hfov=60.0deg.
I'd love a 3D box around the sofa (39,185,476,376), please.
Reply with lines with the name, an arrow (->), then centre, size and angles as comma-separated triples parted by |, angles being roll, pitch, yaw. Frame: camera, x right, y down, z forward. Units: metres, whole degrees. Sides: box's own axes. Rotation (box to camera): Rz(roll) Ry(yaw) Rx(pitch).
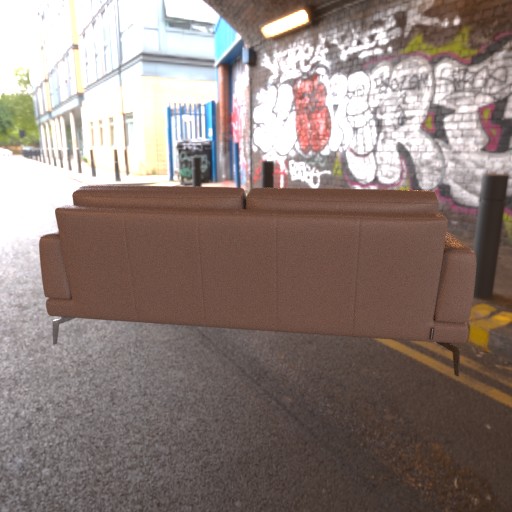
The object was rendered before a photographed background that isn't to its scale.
sofa -> 0.000, 0.000, 2.327 | 1.940, 0.765, 0.974 | 2, 14, 9
